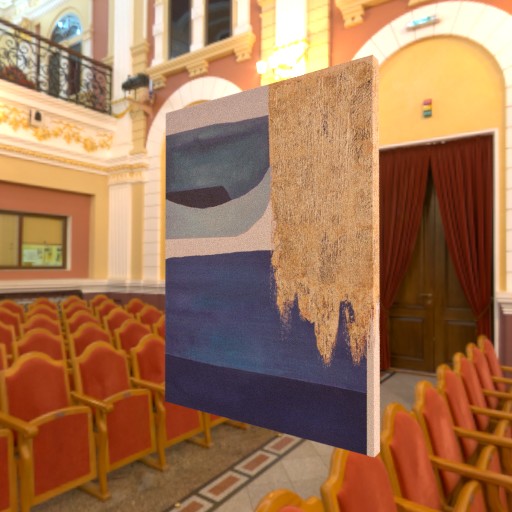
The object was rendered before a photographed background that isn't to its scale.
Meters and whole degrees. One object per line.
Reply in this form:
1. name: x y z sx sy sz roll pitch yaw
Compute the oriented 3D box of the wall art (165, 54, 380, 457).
1. wall art: 0.000 0.000 0.818 0.458 0.613 0.026 -1 -1 36
